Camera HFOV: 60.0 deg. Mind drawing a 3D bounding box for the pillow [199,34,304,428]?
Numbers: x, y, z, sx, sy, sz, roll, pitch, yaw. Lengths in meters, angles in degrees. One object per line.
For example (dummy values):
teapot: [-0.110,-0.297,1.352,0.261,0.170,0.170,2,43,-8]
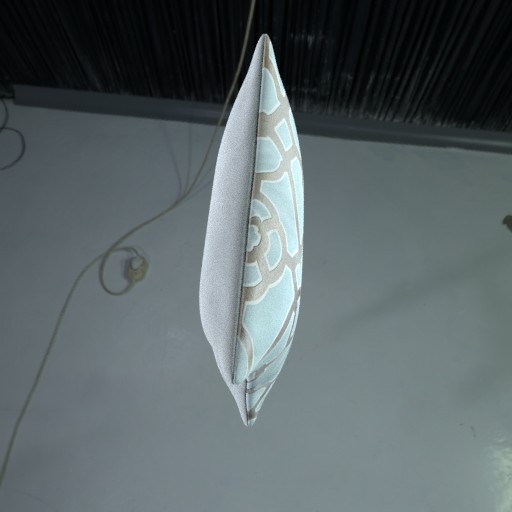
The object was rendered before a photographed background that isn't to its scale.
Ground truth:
pillow: [0.000,0.000,0.819,0.166,0.508,0.552,4,64,2]
